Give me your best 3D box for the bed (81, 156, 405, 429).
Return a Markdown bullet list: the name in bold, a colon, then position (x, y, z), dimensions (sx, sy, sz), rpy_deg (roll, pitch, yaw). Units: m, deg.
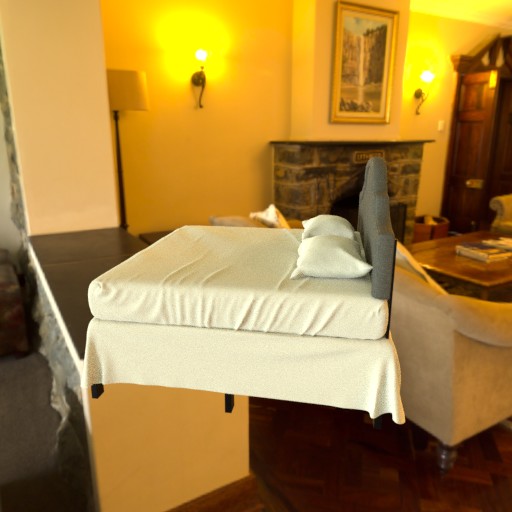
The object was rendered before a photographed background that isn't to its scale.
- **bed**: position (0.000, 0.000, 3.691), dimensions (2.222, 1.631, 2.303), rpy_deg (3, 15, 10)
